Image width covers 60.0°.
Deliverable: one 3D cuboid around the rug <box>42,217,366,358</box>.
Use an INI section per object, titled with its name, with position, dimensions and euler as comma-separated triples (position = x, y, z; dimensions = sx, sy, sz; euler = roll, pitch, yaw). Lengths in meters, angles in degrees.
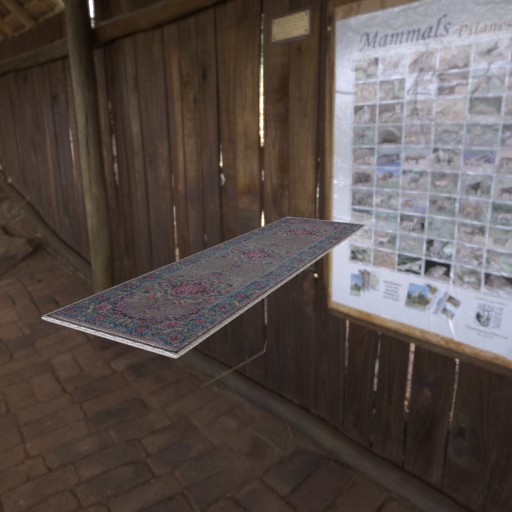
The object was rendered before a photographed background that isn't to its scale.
[rug]
position = 0.000, 0.000, 2.534
dimensions = 0.659, 0.019, 2.297
euler = 8, 18, 27
